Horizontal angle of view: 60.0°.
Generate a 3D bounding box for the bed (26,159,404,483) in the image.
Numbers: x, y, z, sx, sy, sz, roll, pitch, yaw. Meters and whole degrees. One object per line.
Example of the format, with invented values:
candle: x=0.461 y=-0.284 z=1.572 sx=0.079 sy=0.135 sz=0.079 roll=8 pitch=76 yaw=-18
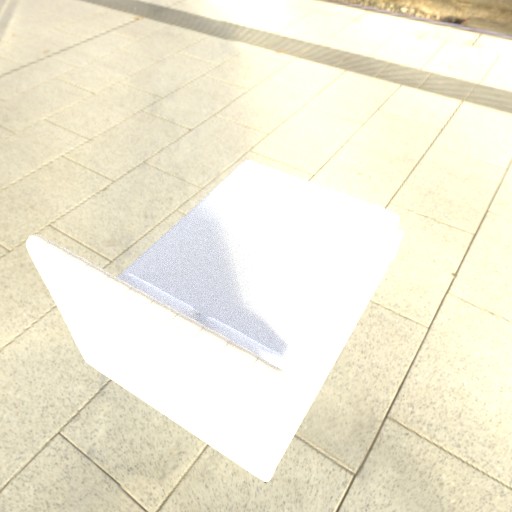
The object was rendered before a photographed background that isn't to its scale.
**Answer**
bed: x=0.000 y=0.000 z=3.418 sx=1.698 sy=1.427 sz=2.387 roll=25 pitch=51 yaw=21
